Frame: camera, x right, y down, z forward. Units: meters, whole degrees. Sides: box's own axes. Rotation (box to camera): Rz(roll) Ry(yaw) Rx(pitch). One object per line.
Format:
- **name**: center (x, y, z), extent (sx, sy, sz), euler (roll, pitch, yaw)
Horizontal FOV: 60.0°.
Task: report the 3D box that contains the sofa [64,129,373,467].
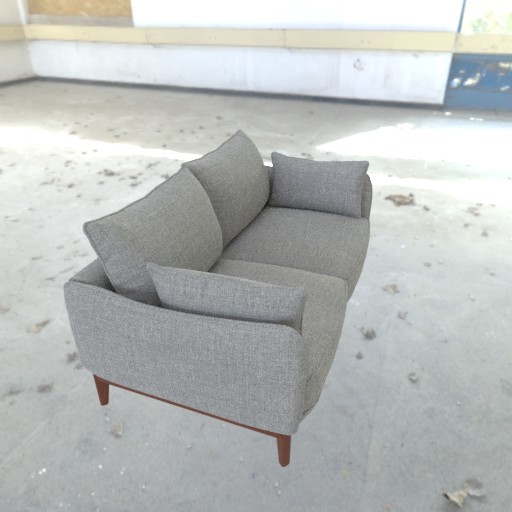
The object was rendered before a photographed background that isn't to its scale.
- **sofa**: center (0.000, 0.000, 2.161), extent (0.972, 0.851, 1.580), euler (11, 32, 18)
